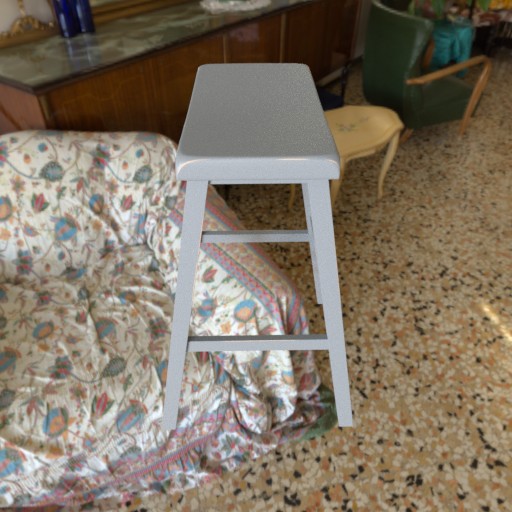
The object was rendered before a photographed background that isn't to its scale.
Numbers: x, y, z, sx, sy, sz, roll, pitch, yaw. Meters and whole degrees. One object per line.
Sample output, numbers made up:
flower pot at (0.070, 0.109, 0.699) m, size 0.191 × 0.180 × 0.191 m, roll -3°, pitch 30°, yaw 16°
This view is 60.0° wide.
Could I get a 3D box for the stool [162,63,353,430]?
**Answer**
stool at (0.000, 0.000, 1.042) m, size 0.476 × 0.737 × 0.457 m, roll -1°, pitch 40°, yaw -1°
